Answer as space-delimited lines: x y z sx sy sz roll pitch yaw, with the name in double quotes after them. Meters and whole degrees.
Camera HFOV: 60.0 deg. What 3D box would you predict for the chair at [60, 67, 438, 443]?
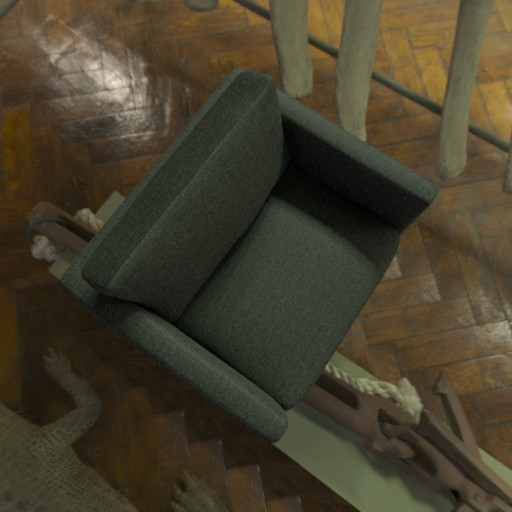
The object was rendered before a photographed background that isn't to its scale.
0.000 0.000 1.829 0.959 0.963 1.107 34 78 8 "chair"
